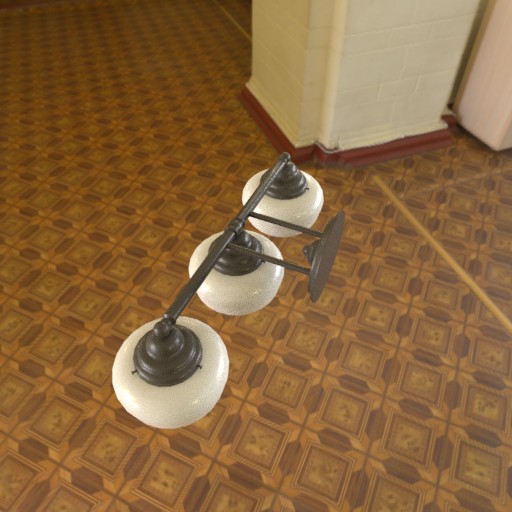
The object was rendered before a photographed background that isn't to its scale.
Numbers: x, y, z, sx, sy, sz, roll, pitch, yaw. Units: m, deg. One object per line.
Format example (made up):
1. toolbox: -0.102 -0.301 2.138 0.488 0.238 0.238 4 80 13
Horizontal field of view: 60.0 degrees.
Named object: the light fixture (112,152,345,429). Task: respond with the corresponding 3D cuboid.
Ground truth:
1. light fixture: 0.000 0.000 0.725 0.239 0.242 0.587 18 49 17
